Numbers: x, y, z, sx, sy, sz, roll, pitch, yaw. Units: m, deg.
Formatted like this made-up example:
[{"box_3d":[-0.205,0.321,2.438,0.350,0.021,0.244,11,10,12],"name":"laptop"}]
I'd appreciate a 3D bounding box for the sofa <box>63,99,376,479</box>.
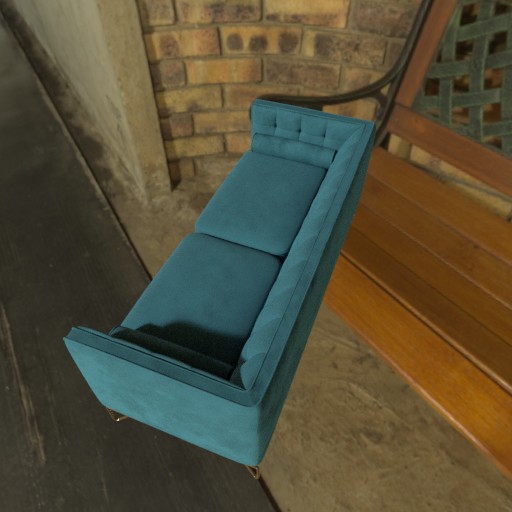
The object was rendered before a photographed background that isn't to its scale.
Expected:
[{"box_3d":[0.000,0.000,2.564,0.867,0.789,2.087,16,50,15],"name":"sofa"}]
